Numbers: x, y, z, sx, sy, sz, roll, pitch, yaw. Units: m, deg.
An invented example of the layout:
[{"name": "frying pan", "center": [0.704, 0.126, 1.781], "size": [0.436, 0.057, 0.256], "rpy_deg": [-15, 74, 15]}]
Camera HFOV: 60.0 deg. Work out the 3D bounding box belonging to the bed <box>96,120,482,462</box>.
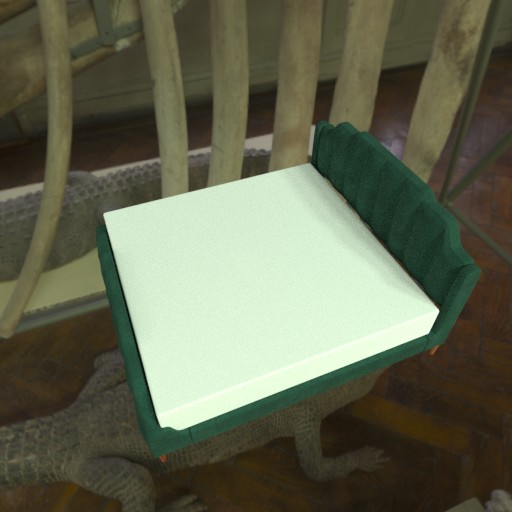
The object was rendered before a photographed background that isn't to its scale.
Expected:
[{"name": "bed", "center": [0.000, 0.000, 3.501], "size": [2.340, 1.245, 2.074], "rpy_deg": [-16, 48, -15]}]
